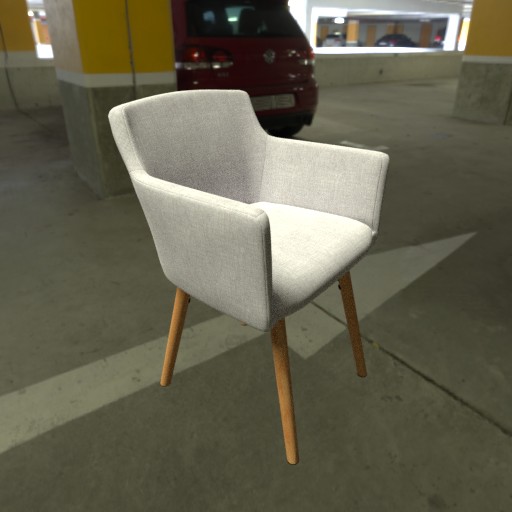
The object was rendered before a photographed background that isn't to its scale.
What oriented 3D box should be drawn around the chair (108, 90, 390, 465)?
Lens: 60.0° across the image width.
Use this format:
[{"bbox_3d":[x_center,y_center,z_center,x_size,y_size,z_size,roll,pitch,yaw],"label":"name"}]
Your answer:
[{"bbox_3d":[0.000,0.000,1.154,0.540,0.780,0.570,18,31,33],"label":"chair"}]
